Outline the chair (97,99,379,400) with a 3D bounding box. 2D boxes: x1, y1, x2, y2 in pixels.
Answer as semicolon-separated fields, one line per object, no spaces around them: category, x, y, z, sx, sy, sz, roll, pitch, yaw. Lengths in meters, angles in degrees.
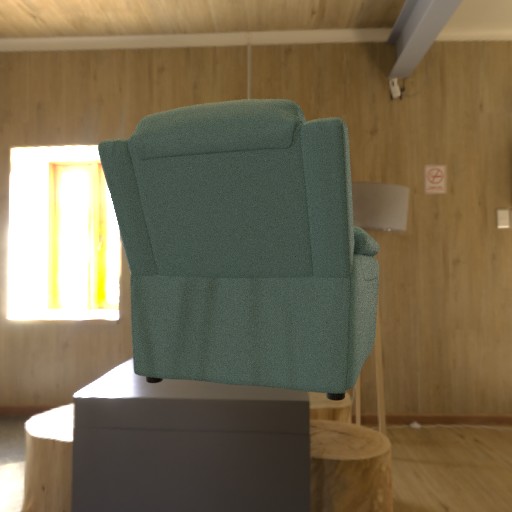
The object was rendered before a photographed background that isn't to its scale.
chair;0.000;0.000;1.302;0.680;0.702;0.709;0;-1;18
